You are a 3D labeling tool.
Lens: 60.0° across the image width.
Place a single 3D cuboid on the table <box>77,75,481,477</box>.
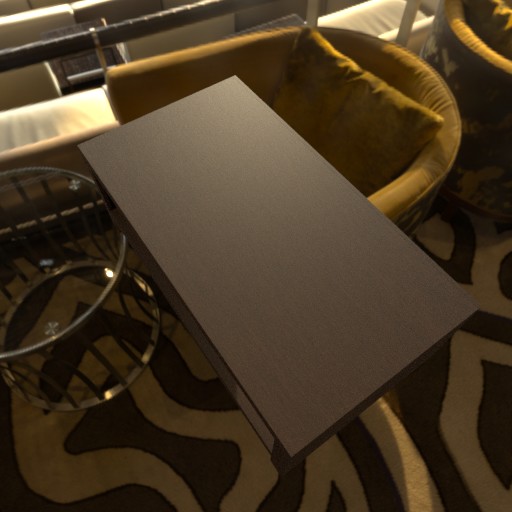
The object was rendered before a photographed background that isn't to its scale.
[{"bbox_3d":[0.000,0.000,1.425,0.597,0.424,1.099,-31,63,-18],"label":"table"}]
